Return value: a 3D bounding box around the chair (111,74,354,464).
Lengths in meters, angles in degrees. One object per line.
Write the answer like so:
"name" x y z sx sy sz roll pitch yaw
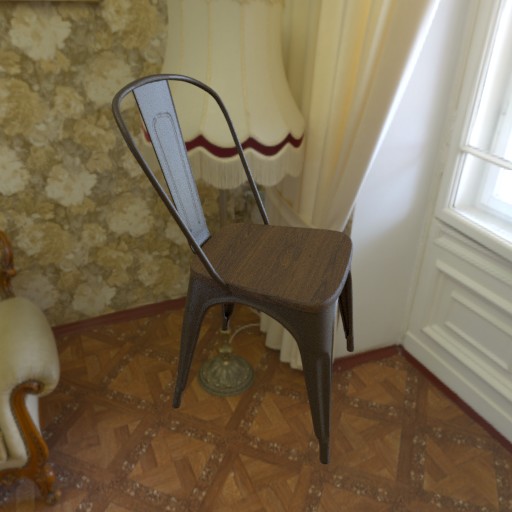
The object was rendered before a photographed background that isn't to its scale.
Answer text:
"chair" 0.000 0.000 1.140 0.532 0.844 0.451 10 31 16
